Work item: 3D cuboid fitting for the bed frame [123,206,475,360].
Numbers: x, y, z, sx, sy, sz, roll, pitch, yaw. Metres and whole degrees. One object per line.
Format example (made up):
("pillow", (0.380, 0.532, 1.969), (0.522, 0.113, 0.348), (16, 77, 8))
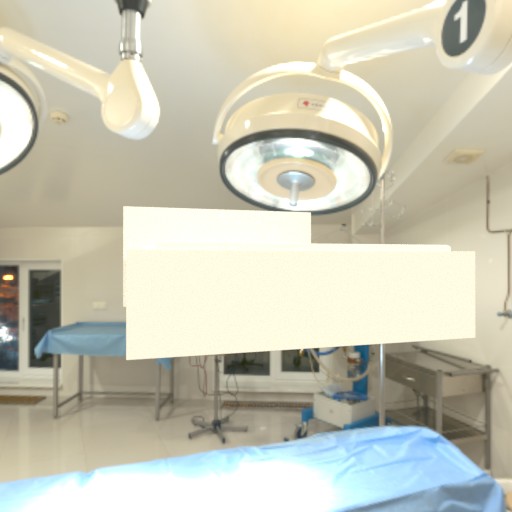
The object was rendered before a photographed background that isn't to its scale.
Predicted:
("bed frame", (0.000, 0.000, 2.847), (1.622, 0.800, 1.960), (0, 0, -17))
